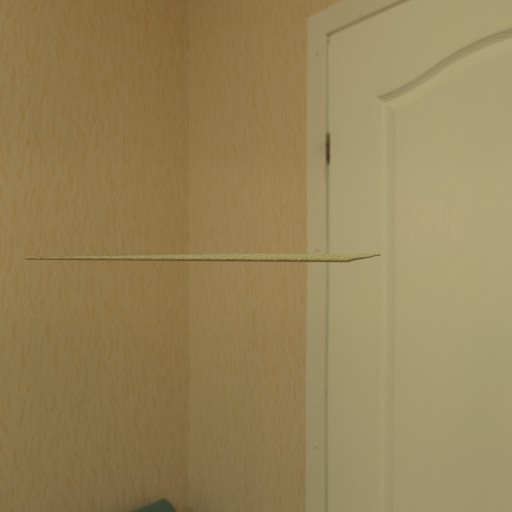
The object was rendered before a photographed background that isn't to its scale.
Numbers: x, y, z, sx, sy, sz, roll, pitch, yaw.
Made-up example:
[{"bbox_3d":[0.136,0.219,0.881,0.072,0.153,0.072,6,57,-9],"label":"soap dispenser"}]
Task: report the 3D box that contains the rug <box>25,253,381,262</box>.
[{"bbox_3d":[0.000,0.000,3.036,1.540,0.012,2.448,0,1,18],"label":"rug"}]
